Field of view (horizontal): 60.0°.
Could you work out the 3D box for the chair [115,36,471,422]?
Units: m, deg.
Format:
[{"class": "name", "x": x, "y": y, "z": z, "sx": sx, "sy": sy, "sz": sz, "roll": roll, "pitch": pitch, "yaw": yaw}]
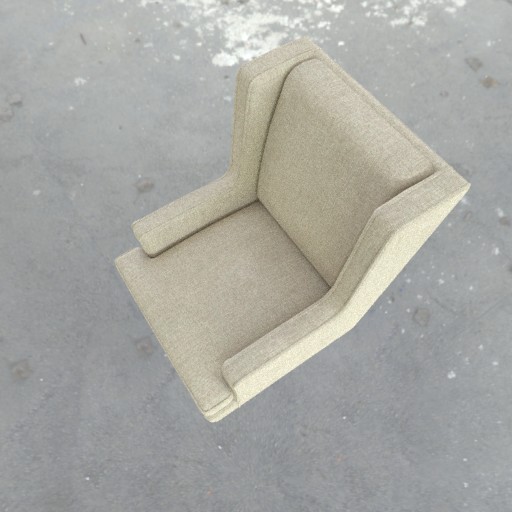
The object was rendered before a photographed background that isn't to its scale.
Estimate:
[{"class": "chair", "x": 0.000, "y": 0.000, "z": 1.713, "sx": 0.948, "sy": 1.082, "sz": 0.764, "roll": -31, "pitch": 67, "yaw": -15}]
